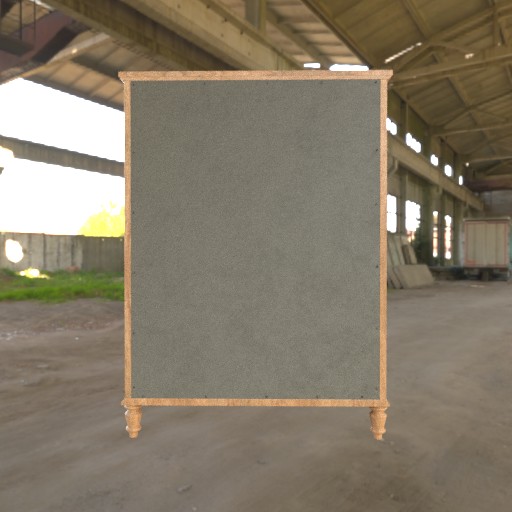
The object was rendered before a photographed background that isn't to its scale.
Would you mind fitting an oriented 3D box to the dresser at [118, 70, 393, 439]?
[{"bbox_3d":[0.000,0.000,1.818,0.973,1.318,0.484,0,1,1],"label":"dresser"}]
